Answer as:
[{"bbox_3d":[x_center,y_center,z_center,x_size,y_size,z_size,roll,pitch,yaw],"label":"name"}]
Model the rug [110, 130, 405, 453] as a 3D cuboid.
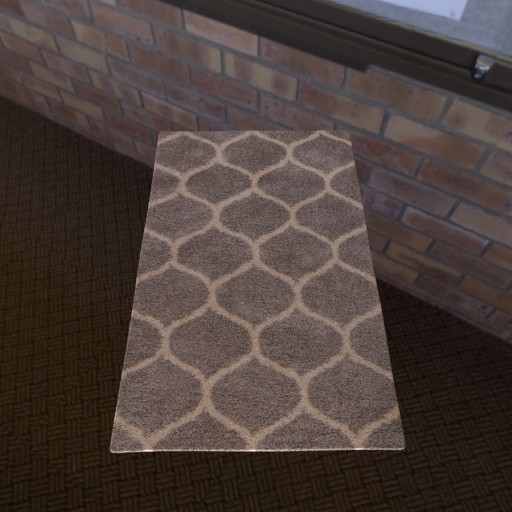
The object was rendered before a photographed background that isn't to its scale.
[{"bbox_3d":[0.000,0.000,2.876,1.501,0.025,2.348,0,57,0],"label":"rug"}]
